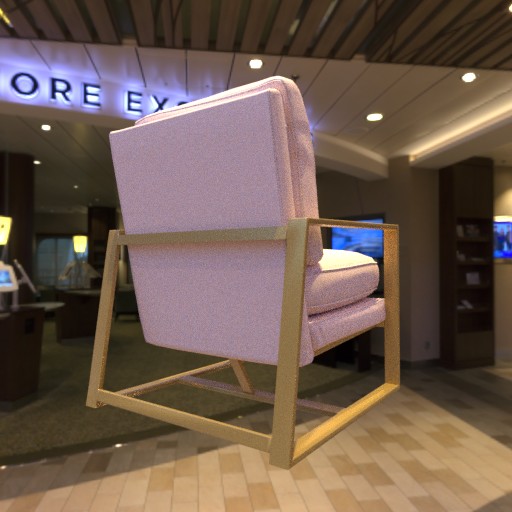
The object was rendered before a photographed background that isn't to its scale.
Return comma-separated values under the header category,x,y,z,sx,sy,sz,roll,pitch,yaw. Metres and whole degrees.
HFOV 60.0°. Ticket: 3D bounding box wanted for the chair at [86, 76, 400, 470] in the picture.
category,x,y,z,sx,sy,sz,roll,pitch,yaw
chair,0.000,0.000,1.529,0.758,0.956,0.813,-1,-1,36
